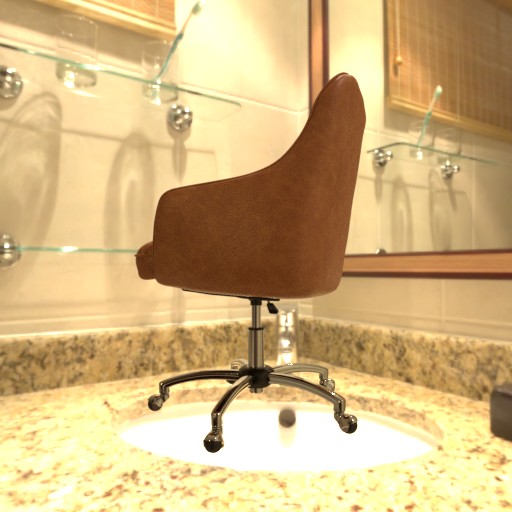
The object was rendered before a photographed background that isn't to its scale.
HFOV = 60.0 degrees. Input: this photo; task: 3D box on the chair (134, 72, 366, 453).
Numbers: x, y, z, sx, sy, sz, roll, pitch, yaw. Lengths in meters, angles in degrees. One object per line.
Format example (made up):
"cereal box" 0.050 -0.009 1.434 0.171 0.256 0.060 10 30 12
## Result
"chair" 0.000 0.000 1.296 0.615 0.909 0.628 0 -1 19
